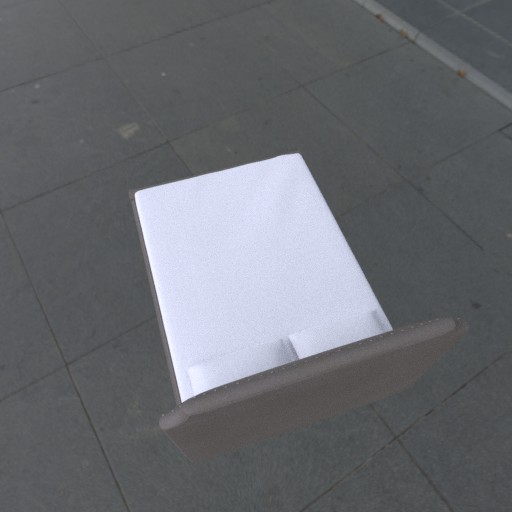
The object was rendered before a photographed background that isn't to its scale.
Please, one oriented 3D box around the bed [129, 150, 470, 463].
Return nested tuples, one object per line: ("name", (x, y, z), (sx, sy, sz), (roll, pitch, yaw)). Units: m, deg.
("bed", (0.000, 0.000, 3.344), (1.712, 1.443, 2.372), (-15, 59, -10))
